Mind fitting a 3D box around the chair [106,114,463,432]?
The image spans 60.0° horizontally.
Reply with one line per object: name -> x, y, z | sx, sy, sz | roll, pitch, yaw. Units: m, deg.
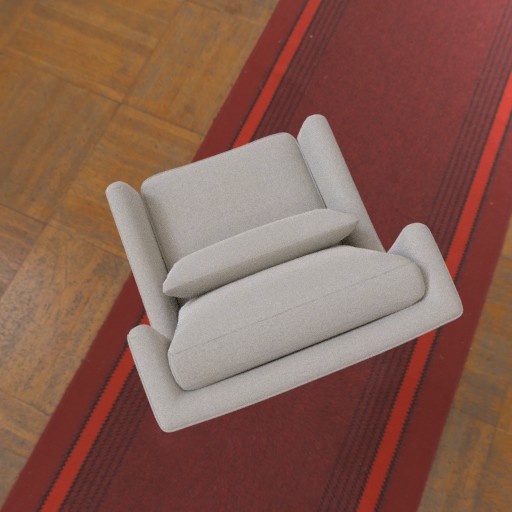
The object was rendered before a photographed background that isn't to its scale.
chair -> 0.000, 0.000, 1.846 | 0.982, 1.056, 1.040 | -20, 76, -5
